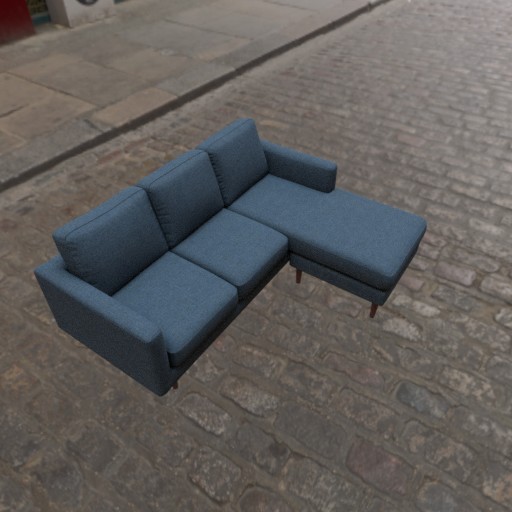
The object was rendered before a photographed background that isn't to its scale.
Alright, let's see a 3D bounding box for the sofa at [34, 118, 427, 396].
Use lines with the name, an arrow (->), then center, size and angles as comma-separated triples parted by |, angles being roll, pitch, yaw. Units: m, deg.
sofa -> 0.000, 0.000, 2.934 | 1.667, 0.957, 2.055 | 24, 47, 25
